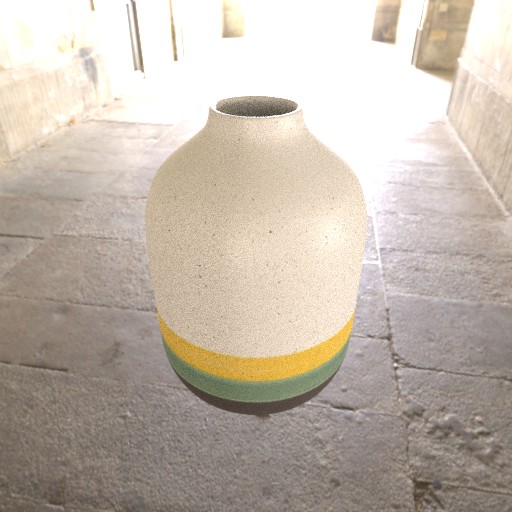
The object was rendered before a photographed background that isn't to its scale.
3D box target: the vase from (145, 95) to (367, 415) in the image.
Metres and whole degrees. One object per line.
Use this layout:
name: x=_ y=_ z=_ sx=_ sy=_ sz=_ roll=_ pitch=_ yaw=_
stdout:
vase: x=0.000 y=0.000 z=0.363 sx=0.169 sy=0.240 sz=0.169 roll=0 pitch=32 yaw=0
